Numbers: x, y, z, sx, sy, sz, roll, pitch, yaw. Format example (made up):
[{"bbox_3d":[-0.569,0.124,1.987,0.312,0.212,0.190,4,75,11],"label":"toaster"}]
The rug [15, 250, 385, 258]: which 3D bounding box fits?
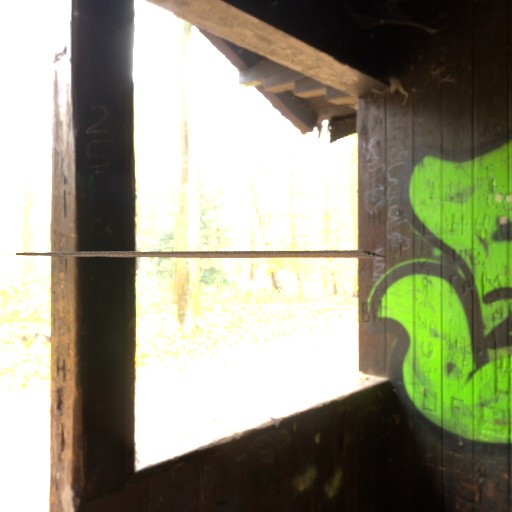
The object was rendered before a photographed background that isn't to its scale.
[{"bbox_3d":[0.000,0.000,2.254,1.210,0.012,1.829,0,-1,18],"label":"rug"}]
